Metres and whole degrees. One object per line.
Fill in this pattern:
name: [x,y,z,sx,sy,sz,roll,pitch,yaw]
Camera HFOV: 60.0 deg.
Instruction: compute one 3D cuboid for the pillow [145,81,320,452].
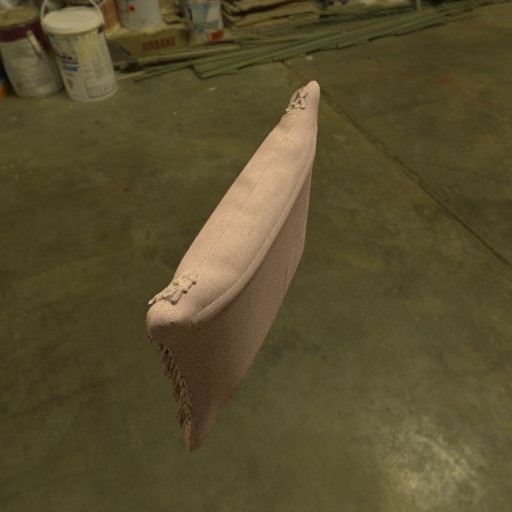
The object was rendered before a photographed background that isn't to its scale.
pillow: [0.000,0.000,0.611,0.084,0.305,0.466,16,49,15]
